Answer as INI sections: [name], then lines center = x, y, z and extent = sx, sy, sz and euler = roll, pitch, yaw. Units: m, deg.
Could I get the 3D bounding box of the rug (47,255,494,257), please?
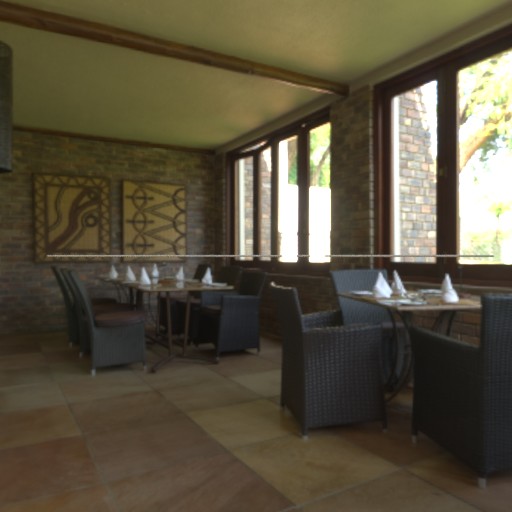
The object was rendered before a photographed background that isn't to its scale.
[rug]
center = 0.000, 0.000, 2.665
extent = 2.435, 0.009, 0.750
euler = 0, 0, 18
